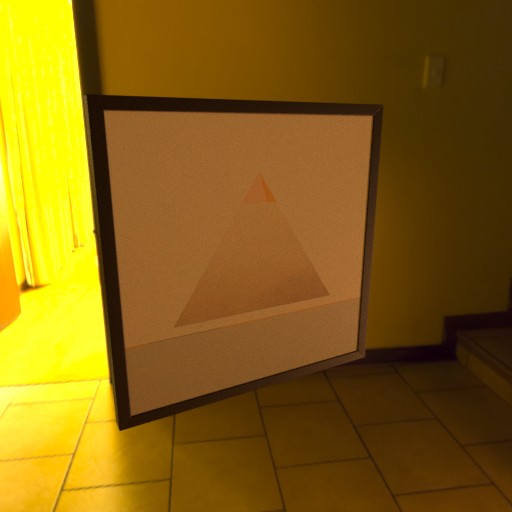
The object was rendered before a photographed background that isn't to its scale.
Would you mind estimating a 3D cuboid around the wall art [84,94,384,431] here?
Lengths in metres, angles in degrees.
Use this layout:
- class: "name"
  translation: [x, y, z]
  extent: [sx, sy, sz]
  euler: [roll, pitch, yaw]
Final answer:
- class: "wall art"
  translation: [0.000, 0.000, 0.772]
  extent: [0.513, 0.511, 0.028]
  euler: [-8, 18, -27]
